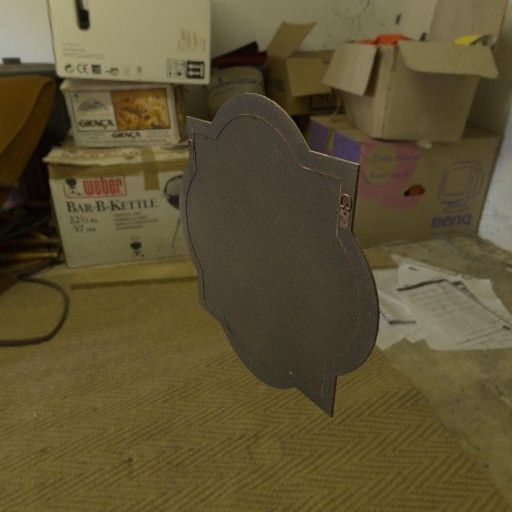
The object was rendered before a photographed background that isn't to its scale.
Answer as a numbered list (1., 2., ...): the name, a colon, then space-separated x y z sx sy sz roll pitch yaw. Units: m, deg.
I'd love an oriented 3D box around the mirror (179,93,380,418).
1. mirror: 0.000 0.000 1.015 0.019 0.686 0.686 -19 33 -33
